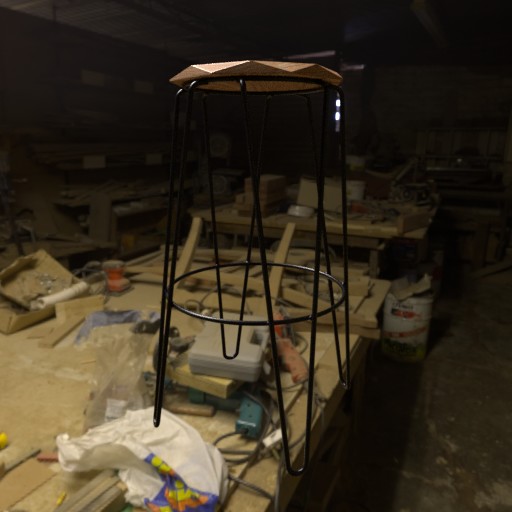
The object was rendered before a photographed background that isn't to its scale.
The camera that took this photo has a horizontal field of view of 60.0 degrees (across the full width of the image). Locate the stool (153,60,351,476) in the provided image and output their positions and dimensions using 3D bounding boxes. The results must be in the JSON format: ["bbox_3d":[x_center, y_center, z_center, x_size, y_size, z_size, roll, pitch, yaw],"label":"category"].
[{"bbox_3d":[0.000,0.000,0.795,0.326,0.610,0.326,8,17,26],"label":"stool"}]
